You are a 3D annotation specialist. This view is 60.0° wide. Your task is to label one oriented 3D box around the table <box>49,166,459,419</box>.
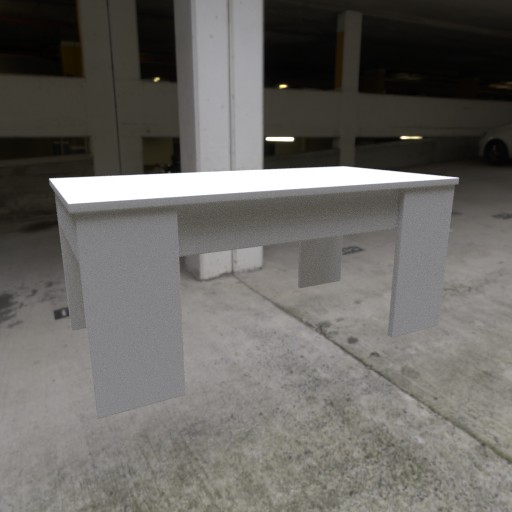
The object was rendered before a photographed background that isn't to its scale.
[{"bbox_3d":[0.000,0.000,1.266,1.000,0.440,0.500,-8,17,-27],"label":"table"}]
